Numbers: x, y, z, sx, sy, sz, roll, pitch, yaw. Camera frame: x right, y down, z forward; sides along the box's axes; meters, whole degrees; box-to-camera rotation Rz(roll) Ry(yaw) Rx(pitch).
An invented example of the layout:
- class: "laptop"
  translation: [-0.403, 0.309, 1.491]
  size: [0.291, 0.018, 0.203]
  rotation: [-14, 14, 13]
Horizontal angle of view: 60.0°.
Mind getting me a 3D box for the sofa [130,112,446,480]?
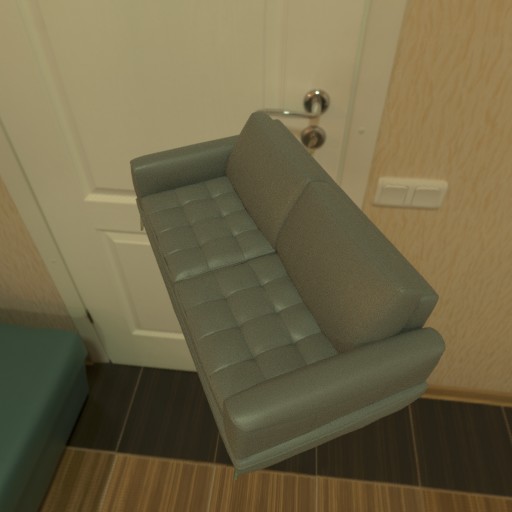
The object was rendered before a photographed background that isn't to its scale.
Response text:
- class: "sofa"
  translation: [0.000, 0.000, 2.692]
  size: [1.121, 0.930, 2.177]
  rotation: [-17, 48, -16]
